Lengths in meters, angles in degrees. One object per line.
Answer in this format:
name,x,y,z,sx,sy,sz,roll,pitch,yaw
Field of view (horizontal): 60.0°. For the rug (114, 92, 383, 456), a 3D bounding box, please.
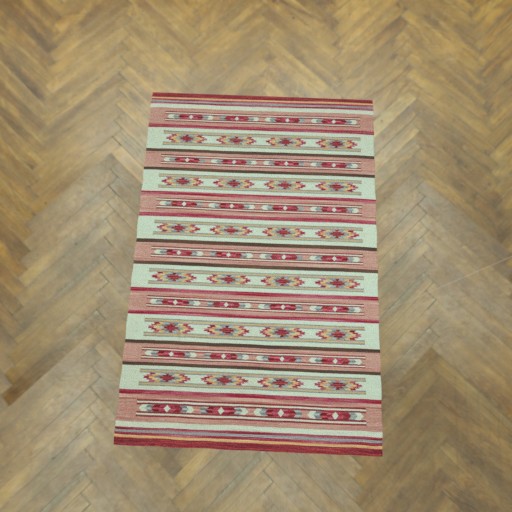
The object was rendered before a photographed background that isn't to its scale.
rug,0.000,0.000,2.224,1.223,0.008,1.817,2,76,1
